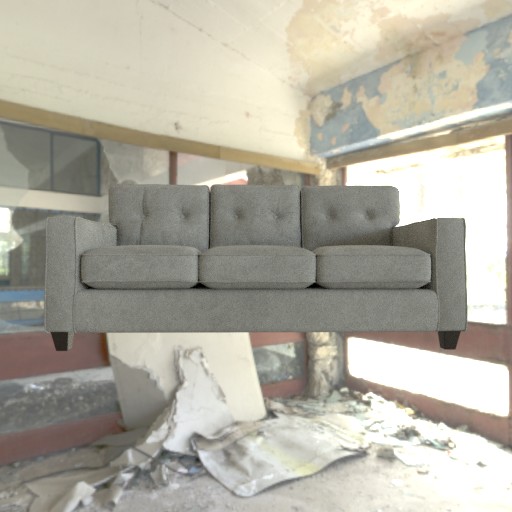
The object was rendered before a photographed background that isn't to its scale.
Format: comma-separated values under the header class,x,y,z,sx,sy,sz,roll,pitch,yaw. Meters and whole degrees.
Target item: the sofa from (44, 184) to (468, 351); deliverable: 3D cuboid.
class,x,y,z,sx,sy,sz,roll,pitch,yaw
sofa,0.000,0.000,2.647,2.133,0.965,0.939,0,-1,-1
